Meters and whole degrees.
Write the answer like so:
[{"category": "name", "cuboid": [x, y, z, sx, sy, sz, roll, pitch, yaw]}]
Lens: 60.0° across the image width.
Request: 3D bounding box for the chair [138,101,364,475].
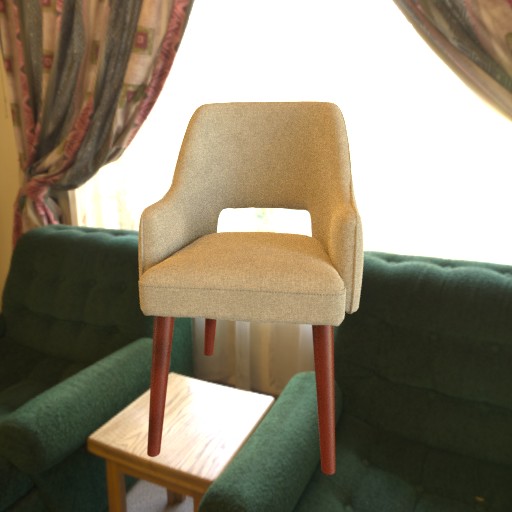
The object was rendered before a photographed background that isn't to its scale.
[{"category": "chair", "cuboid": [0.000, 0.000, 1.209, 0.548, 0.849, 0.605, 2, 14, 8]}]
